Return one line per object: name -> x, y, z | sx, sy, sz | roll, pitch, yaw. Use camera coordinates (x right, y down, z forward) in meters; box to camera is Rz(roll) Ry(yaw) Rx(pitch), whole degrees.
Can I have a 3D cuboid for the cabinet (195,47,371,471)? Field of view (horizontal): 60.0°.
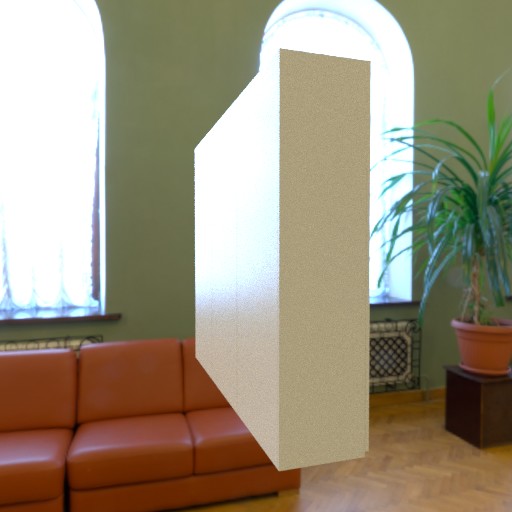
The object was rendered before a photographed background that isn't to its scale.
cabinet -> 0.000, 0.000, 3.852 | 0.590, 2.370, 2.700 | 0, 1, -18
